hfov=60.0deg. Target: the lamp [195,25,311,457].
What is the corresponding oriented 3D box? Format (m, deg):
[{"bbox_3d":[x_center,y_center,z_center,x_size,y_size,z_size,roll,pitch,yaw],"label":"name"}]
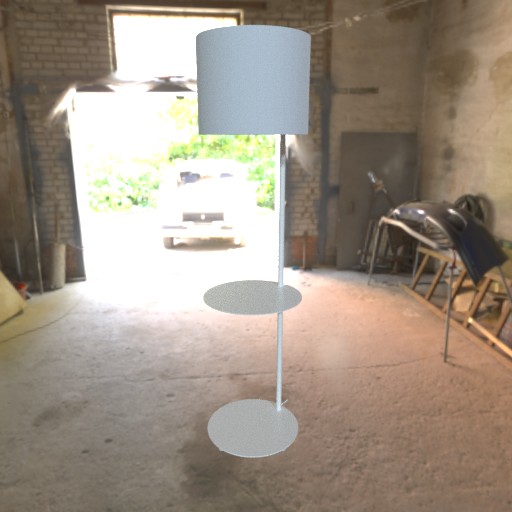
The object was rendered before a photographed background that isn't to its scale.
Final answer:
[{"bbox_3d":[0.000,0.000,1.638,0.405,1.465,0.372,-15,21,-43],"label":"lamp"}]
